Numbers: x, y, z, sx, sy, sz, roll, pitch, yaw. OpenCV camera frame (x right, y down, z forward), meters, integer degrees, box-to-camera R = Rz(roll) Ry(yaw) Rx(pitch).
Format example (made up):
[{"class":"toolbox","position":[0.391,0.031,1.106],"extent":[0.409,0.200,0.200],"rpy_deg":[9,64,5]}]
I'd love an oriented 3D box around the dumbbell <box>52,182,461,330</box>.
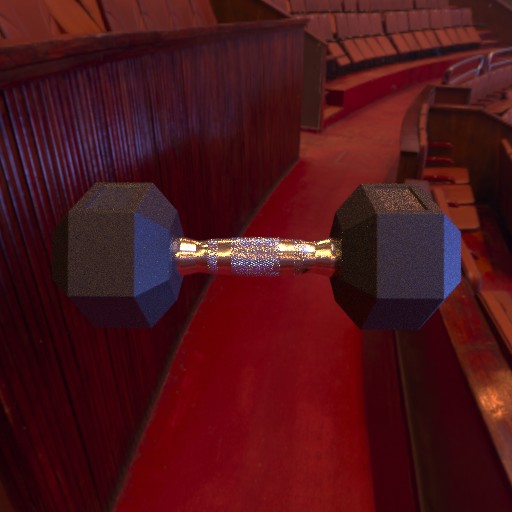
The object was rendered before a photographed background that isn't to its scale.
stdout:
[{"class":"dumbbell","position":[0.000,0.000,0.322],"extent":[0.272,0.092,0.106],"rpy_deg":[0,29,1]}]
